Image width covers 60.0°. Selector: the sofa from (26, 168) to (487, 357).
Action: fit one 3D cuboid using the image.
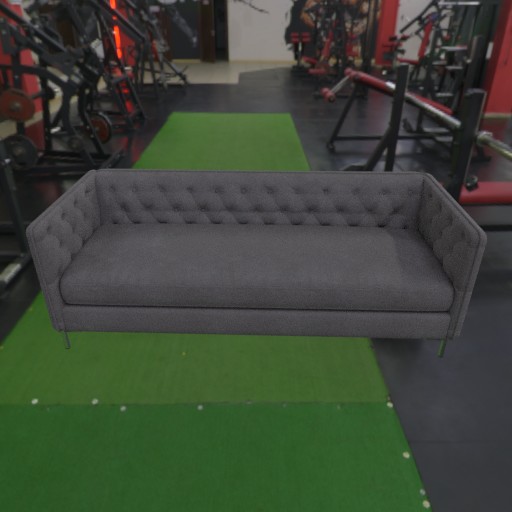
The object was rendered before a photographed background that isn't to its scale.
[{"bbox_3d":[0.000,0.000,2.611,2.209,0.771,0.895,1,30,2],"label":"sofa"}]
